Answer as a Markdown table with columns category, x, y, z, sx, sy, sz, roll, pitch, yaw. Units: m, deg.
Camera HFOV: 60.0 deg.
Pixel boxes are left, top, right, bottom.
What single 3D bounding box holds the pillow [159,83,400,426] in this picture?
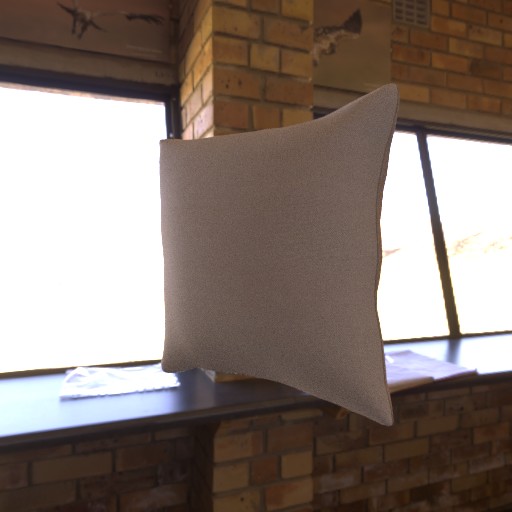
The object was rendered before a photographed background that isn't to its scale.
| category | x | y | z | sx | sy | sz | roll | pitch | yaw |
| --- | --- | --- | --- | --- | --- | --- | --- | --- | --- |
| pillow | 0.000 | 0.000 | 0.638 | 0.416 | 0.401 | 0.173 | 0 | 0 | 37 |
